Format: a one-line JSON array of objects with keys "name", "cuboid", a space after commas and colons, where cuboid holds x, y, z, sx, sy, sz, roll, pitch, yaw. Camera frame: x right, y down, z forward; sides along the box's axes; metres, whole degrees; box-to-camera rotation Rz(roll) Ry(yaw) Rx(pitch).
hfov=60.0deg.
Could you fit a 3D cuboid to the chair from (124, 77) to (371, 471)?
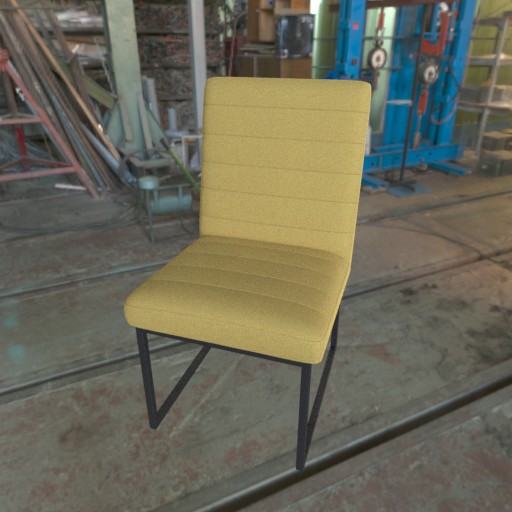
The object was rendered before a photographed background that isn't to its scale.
[{"name": "chair", "cuboid": [0.000, 0.000, 1.295, 0.520, 0.930, 0.634, 8, 27, 16]}]
